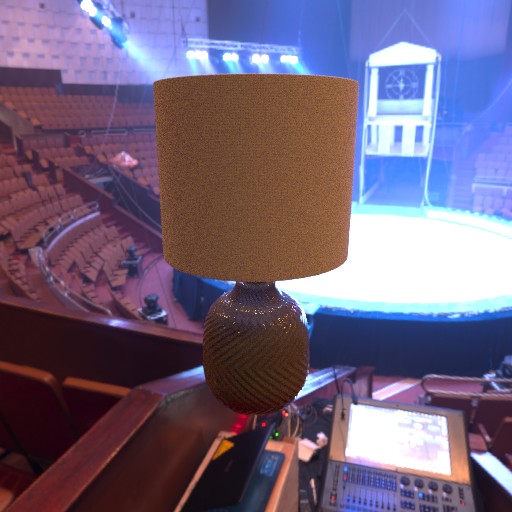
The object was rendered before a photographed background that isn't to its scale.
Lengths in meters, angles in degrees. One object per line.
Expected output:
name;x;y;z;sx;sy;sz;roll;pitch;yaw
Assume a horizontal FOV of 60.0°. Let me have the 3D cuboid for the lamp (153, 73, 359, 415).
lamp;0.000;0.000;0.506;0.207;0.366;0.207;3;17;10
